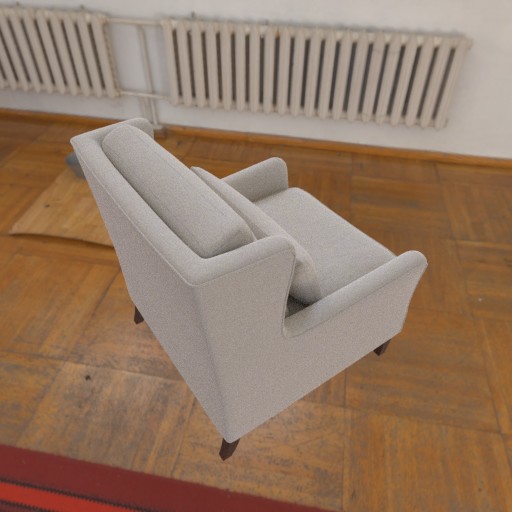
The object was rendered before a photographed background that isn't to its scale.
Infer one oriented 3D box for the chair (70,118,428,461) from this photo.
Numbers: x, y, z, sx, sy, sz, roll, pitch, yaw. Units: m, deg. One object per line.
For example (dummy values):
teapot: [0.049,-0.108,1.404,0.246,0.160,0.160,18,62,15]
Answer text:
chair: [0.000,0.000,1.862,1.040,1.056,0.982,-25,47,-25]
